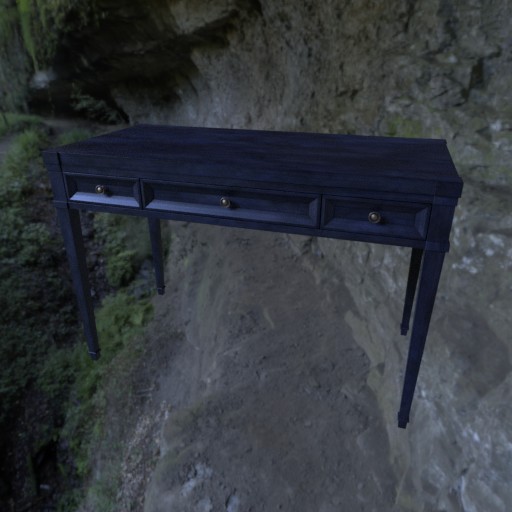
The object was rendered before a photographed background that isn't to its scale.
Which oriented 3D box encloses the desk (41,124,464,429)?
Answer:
[{"bbox_3d":[0.000,0.000,1.739,1.289,0.861,0.630,7,26,16],"label":"desk"}]
